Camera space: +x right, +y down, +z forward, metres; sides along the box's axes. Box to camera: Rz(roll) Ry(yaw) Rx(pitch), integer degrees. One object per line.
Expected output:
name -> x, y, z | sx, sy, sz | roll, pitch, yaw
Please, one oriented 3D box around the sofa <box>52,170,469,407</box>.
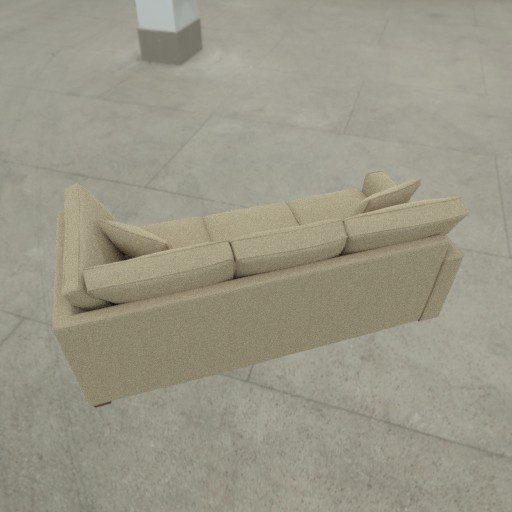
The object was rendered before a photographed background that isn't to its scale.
sofa -> 0.000, 0.000, 2.866 | 2.317, 0.962, 1.061 | -12, 43, -13
